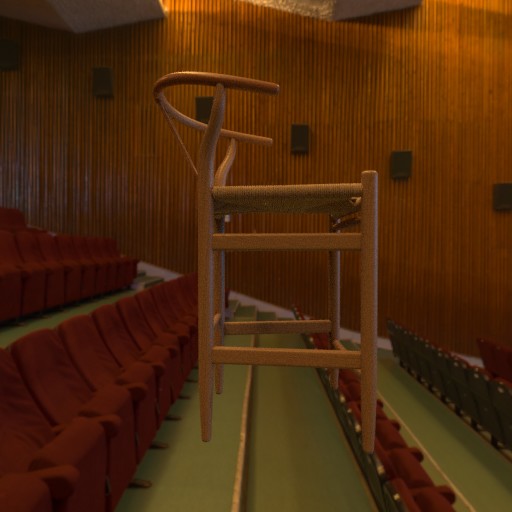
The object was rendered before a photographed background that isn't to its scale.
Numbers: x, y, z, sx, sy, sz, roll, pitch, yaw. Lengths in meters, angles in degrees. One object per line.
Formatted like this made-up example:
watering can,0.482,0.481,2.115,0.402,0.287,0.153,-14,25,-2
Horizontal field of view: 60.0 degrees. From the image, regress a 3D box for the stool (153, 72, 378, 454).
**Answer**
stool,0.000,0.000,1.287,0.575,0.923,0.536,0,1,0
